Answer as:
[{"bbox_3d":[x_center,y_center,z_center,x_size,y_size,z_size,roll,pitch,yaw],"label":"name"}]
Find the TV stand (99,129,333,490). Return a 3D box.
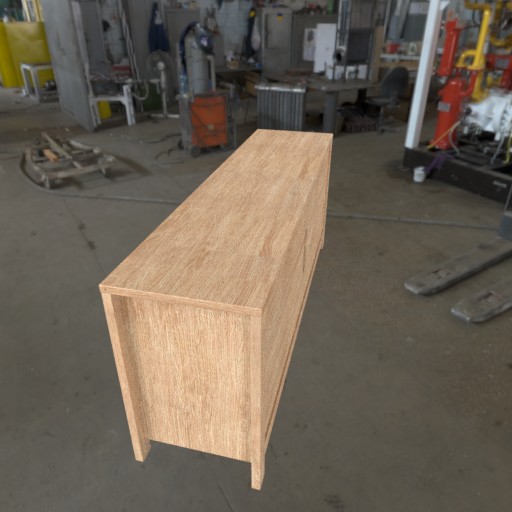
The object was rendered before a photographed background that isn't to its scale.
[{"bbox_3d":[0.000,0.000,1.718,0.398,0.610,1.466,7,30,12],"label":"TV stand"}]
